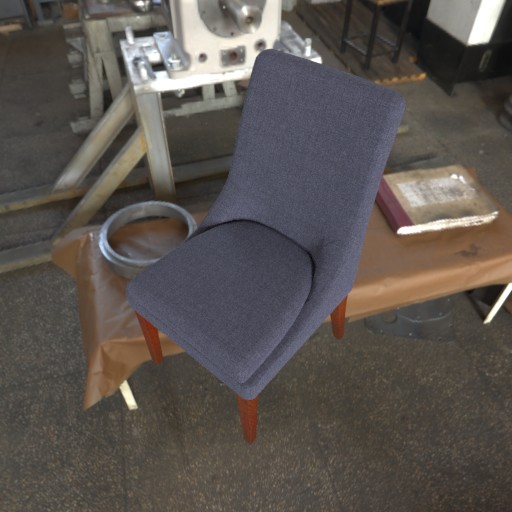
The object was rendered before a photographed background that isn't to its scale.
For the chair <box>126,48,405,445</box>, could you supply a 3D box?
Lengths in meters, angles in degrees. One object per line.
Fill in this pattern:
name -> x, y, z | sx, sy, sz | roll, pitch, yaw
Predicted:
chair -> 0.000, 0.000, 1.354 | 0.508, 0.952, 0.655 | 32, 55, 26
